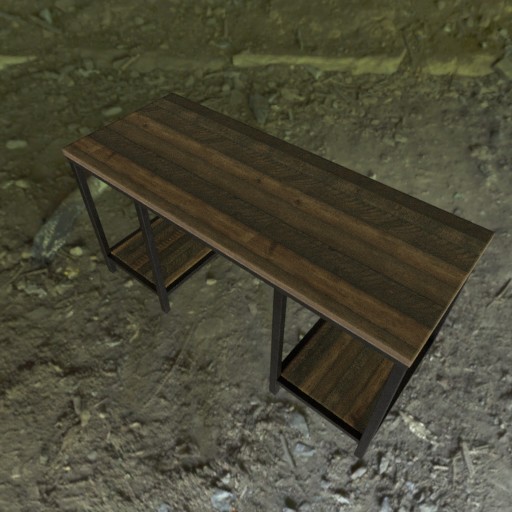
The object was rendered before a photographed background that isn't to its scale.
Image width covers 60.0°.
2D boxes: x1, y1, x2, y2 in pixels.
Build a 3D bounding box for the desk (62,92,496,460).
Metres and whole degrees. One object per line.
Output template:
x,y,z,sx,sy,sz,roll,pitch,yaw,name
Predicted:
0.000,0.000,1.906,1.538,0.753,0.617,31,54,26,desk
